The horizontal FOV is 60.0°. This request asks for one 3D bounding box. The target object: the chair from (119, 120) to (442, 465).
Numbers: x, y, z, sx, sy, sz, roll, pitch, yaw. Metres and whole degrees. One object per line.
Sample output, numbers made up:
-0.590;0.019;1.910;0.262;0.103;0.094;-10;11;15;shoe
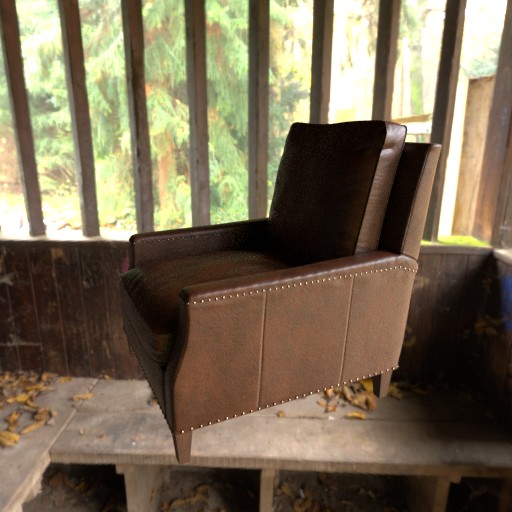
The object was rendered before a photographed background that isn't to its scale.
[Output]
0.000;0.000;1.801;1.035;1.054;0.854;-8;18;-25;chair
